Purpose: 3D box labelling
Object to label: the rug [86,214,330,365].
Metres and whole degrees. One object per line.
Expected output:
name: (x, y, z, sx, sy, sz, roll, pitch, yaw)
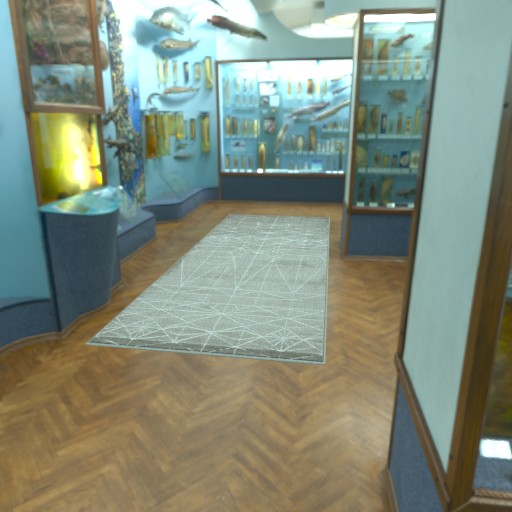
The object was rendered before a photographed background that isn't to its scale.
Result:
rug: (0.000, 0.000, 2.677, 0.864, 0.012, 2.388, 3, 17, 9)
